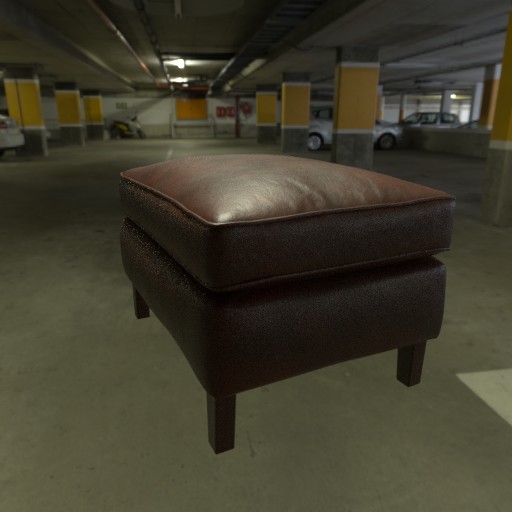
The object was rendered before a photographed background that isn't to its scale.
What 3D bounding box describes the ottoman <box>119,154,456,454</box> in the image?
[{"bbox_3d":[0.000,0.000,0.983,0.501,0.432,0.665,-8,19,-25],"label":"ottoman"}]
